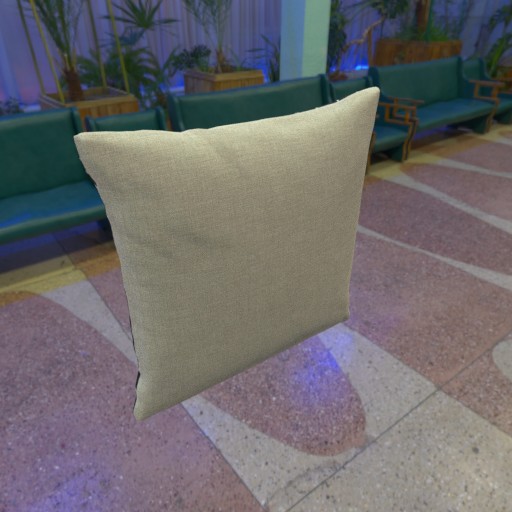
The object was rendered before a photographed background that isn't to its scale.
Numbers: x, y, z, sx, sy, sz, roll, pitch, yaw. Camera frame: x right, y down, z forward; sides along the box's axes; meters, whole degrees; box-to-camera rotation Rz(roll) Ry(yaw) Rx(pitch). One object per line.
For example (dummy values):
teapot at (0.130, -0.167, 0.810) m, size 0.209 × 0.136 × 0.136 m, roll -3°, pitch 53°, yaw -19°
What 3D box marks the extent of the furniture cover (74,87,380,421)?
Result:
furniture cover at (0.000, 0.000, 0.771) m, size 0.517 × 0.508 × 0.158 m, roll -19°, pitch 36°, yaw -29°
